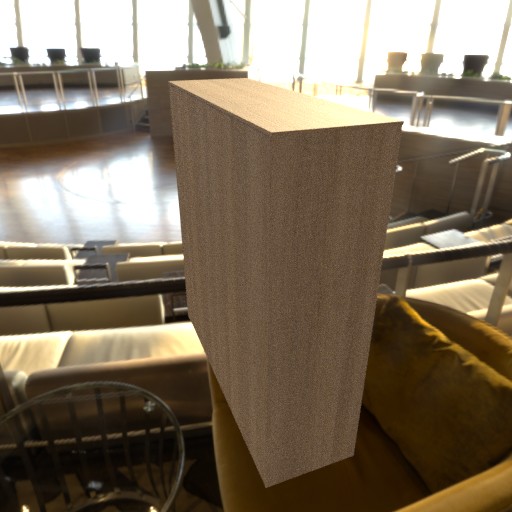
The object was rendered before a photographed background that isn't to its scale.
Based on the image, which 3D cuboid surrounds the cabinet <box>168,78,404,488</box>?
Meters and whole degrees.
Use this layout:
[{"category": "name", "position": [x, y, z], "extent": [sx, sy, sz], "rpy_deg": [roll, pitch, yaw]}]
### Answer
[{"category": "cabinet", "position": [0.000, 0.000, 3.005], "extent": [0.620, 2.060, 1.870], "rpy_deg": [-10, 29, -19]}]
